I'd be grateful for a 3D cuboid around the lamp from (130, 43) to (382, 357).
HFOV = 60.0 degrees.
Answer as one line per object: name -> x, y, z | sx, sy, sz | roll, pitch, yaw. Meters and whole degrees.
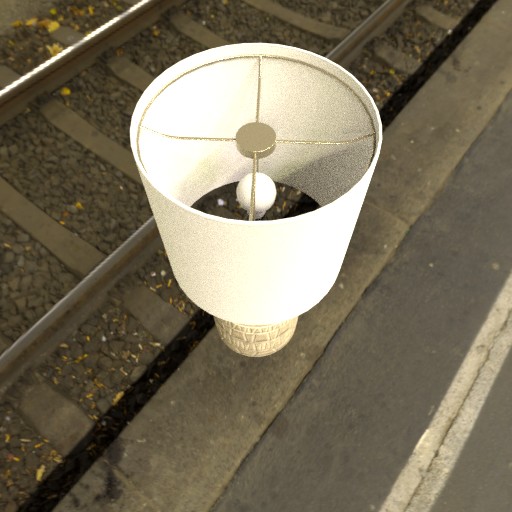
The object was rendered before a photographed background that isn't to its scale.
lamp -> 0.000, 0.000, 0.570 | 0.211, 0.455, 0.211 | 14, 61, 8
